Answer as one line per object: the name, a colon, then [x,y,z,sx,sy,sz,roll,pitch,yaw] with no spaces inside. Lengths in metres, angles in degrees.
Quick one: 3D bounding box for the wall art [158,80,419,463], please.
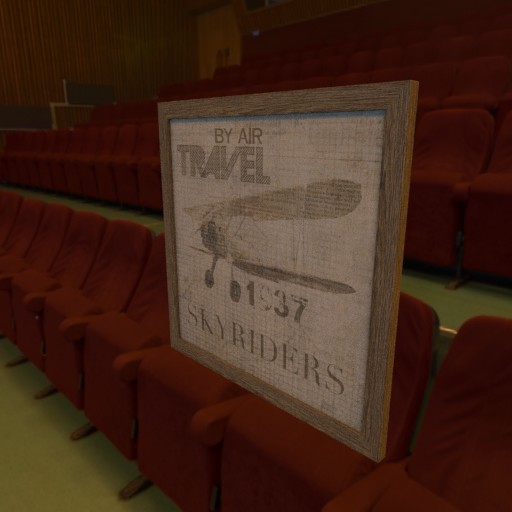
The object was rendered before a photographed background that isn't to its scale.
wall art: [0.000,0.000,0.741,0.508,0.508,0.019,15,21,43]
